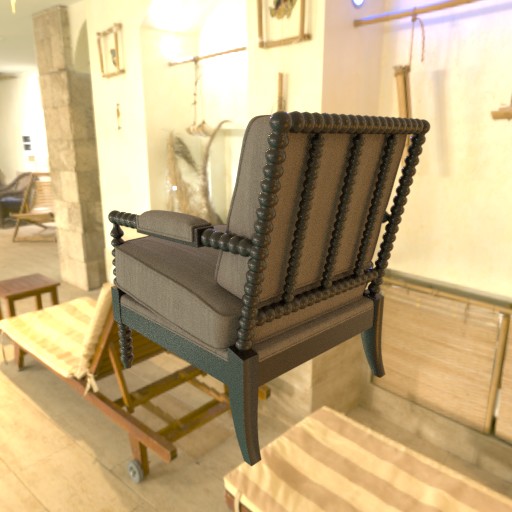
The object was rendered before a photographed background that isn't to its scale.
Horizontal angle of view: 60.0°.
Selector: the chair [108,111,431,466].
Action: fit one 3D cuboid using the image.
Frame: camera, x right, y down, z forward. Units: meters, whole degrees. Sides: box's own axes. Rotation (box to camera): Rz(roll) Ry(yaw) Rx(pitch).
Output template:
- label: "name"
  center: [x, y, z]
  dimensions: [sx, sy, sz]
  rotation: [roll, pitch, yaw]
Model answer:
- label: "chair"
  center: [0.000, 0.000, 1.114]
  dimensions: [0.540, 0.661, 0.622]
  rotation: [-14, 20, -42]
